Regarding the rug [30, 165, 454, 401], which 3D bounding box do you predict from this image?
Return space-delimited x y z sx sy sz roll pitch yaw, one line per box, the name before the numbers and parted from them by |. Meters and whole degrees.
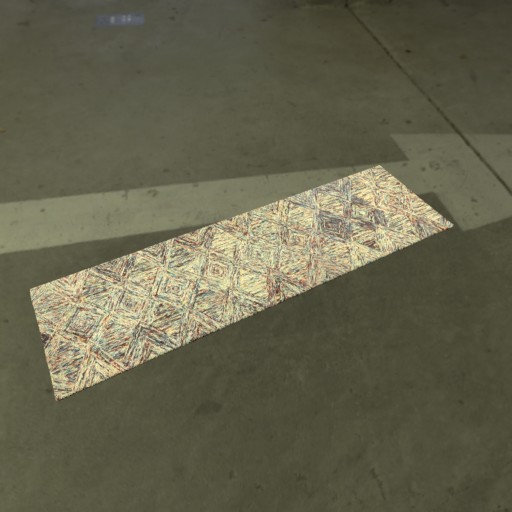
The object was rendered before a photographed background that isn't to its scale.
rug | 0.000 0.000 2.452 2.292 0.015 0.688 -22 51 -19
